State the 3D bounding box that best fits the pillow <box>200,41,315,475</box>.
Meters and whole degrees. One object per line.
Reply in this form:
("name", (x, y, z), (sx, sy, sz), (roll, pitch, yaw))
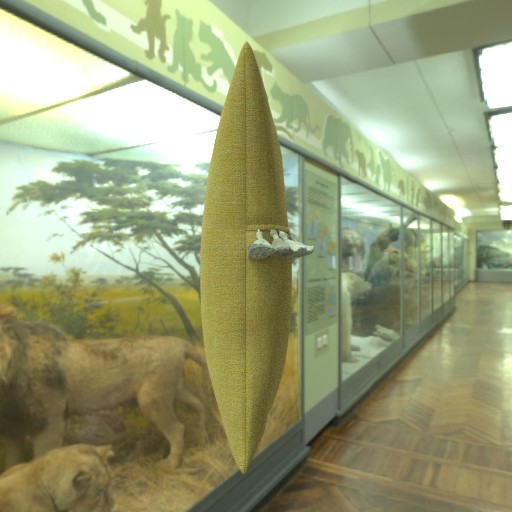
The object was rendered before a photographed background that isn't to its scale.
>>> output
("pillow", (0.000, 0.000, 0.725), (0.167, 0.481, 0.485), (0, 0, -1))
